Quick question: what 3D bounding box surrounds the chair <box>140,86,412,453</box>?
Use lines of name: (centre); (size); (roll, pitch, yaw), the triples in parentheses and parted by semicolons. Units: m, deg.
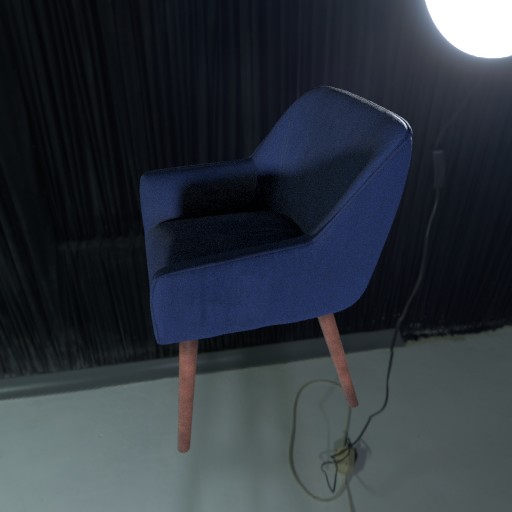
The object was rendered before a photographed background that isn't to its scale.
chair: (0.000, 0.000, 1.250); (0.600, 0.820, 0.600); (-8, 32, -12)
